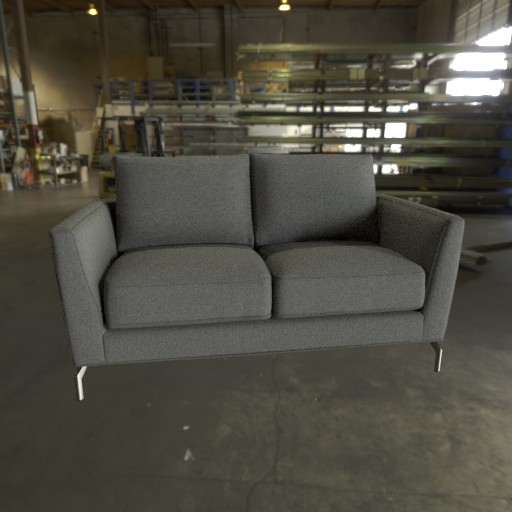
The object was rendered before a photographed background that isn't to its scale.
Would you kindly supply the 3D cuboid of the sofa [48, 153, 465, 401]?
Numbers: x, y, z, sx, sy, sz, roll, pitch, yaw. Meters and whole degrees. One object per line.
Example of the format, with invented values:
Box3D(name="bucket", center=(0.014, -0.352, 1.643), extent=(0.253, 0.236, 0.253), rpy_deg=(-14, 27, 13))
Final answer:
Box3D(name="sofa", center=(0.000, 0.000, 2.089), extent=(1.594, 0.924, 0.803), rpy_deg=(-2, 15, -8))
